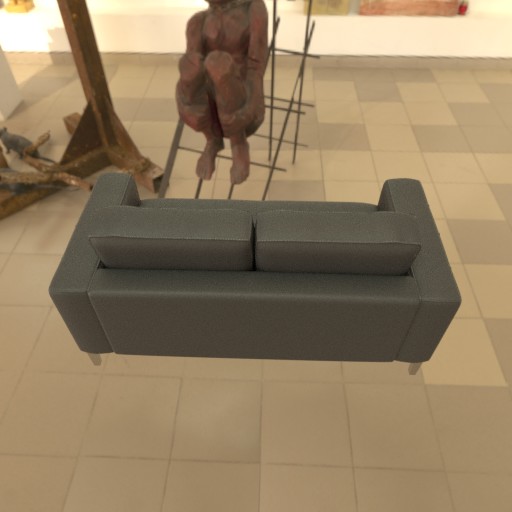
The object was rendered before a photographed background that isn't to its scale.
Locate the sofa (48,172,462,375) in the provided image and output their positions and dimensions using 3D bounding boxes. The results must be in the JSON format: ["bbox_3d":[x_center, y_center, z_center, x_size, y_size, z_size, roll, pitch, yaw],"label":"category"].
[{"bbox_3d":[0.000,0.000,2.201,1.726,0.893,0.833,1,47,1],"label":"sofa"}]
